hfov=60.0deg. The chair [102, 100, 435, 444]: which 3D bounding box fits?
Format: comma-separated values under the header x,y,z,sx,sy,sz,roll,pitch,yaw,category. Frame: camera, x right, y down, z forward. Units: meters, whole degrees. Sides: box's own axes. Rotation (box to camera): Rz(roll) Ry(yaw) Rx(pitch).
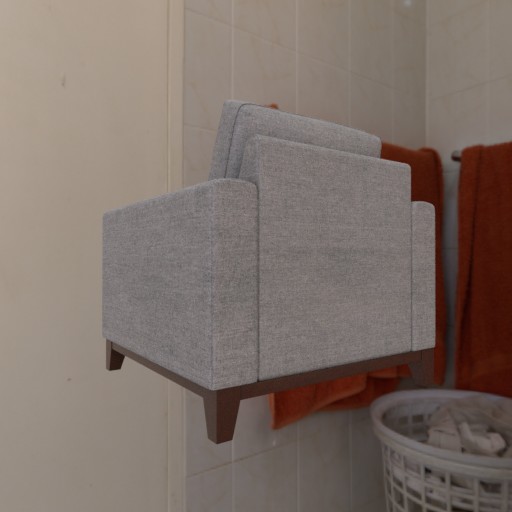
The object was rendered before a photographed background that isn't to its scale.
x,y,z,sx,sy,sz,roll,pitch,yaw,category
0.000,0.000,1.886,1.024,1.010,1.038,0,0,-35,chair
